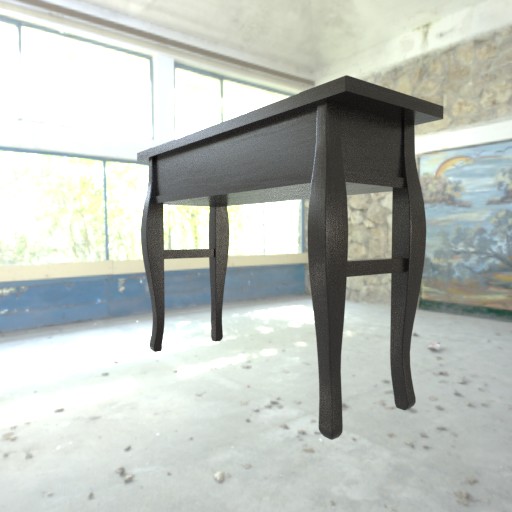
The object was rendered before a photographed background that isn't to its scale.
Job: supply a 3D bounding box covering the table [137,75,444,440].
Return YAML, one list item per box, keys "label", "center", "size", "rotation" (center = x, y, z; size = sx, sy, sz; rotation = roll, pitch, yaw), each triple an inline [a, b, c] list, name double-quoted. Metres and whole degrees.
- label: "table"
  center: [0.000, 0.000, 1.425]
  size: [0.373, 0.768, 1.062]
  rotation: [-2, 4, -37]
